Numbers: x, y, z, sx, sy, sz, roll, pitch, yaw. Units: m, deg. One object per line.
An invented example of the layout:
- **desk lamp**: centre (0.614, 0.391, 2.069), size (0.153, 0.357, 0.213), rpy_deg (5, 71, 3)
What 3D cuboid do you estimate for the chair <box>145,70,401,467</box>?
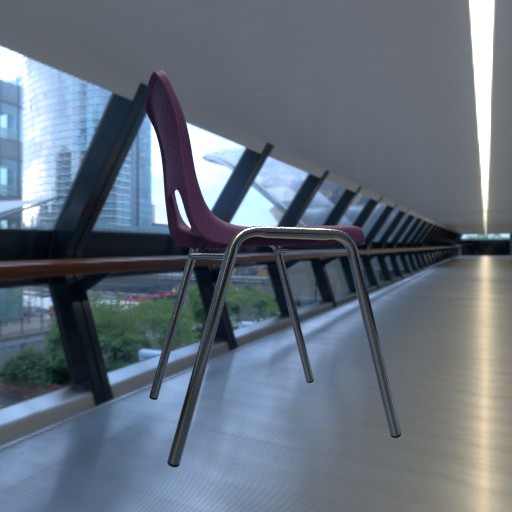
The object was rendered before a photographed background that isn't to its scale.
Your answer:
- **chair**: centre (0.000, 0.000, 0.907), size (0.432, 0.654, 0.381), rpy_deg (0, 0, -18)
